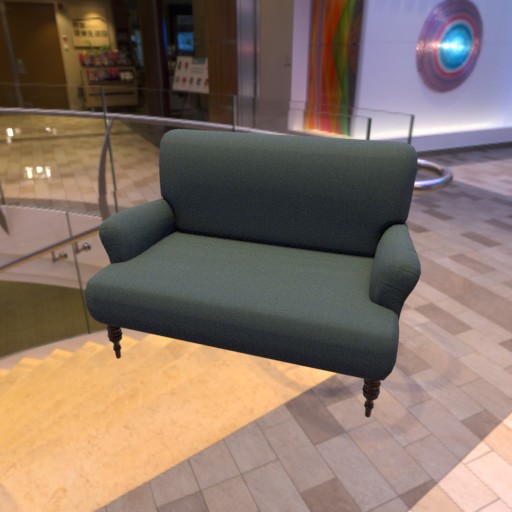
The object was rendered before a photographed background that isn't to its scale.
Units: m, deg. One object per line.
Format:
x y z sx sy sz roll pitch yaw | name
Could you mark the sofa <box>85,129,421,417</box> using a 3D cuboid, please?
0.000 0.000 1.878 1.297 0.889 0.779 8 26 17 | sofa
